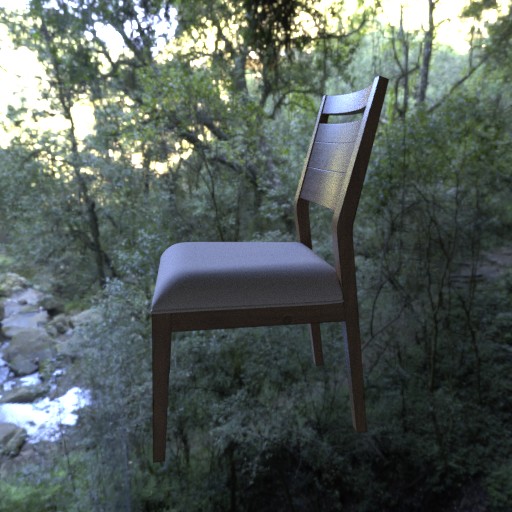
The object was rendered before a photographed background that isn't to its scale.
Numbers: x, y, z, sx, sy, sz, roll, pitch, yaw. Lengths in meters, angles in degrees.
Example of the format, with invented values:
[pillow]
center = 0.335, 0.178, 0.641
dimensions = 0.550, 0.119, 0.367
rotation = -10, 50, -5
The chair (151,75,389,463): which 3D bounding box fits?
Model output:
[chair]
center = 0.000, 0.000, 1.297
dimensions = 0.610, 0.939, 0.497
rotation = -2, 14, -9
